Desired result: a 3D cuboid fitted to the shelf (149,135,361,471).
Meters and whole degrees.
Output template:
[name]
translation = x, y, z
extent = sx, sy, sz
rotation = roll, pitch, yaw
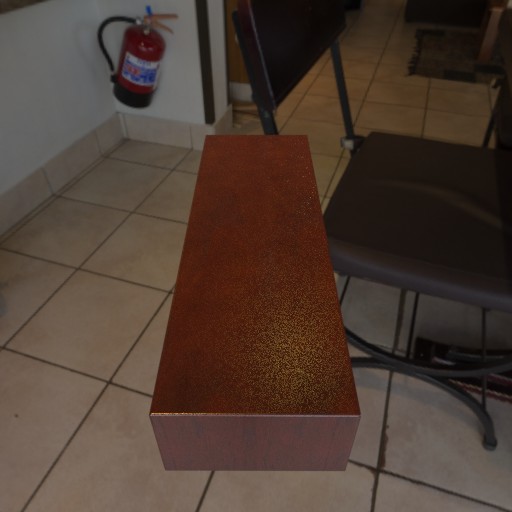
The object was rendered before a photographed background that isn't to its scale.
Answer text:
[shelf]
translation = 0.000, 0.000, 0.521
extent = 0.152, 0.088, 0.457
rotation = 0, 40, 0
